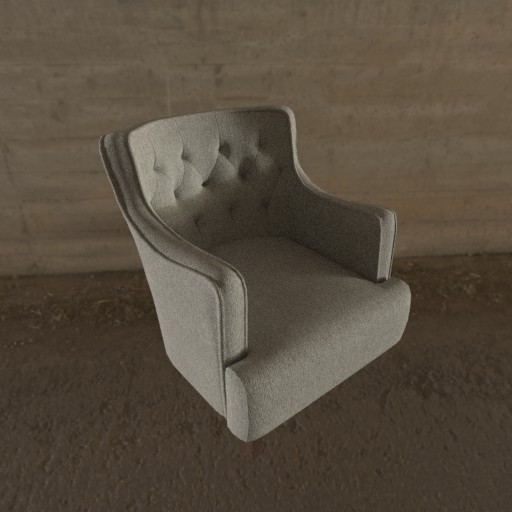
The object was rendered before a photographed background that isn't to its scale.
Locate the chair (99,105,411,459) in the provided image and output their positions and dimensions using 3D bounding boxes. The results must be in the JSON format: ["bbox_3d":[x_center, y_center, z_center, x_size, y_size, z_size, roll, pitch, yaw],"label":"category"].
[{"bbox_3d":[0.000,0.000,1.614,0.820,0.920,0.910,-22,36,-34],"label":"chair"}]
